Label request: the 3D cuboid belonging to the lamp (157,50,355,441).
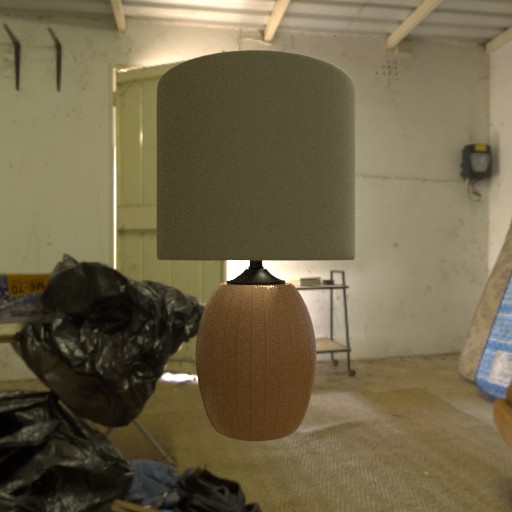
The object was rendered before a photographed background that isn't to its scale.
[{"bbox_3d":[0.000,0.000,0.752,0.329,0.570,0.329,0,0,0],"label":"lamp"}]
